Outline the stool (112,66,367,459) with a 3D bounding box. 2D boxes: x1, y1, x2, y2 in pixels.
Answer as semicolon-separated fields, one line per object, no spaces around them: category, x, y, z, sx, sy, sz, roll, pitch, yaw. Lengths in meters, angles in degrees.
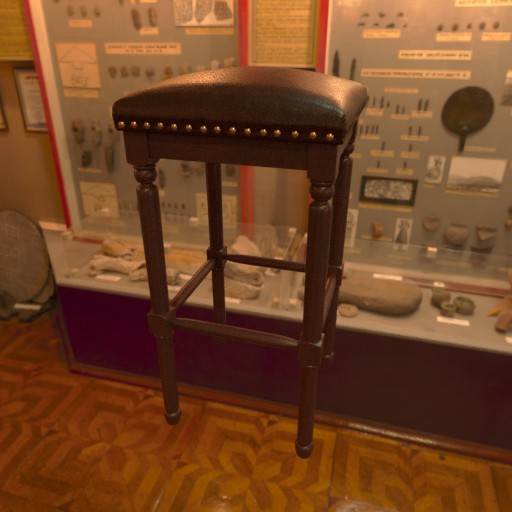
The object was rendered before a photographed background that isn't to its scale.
stool;0.000;0.000;0.976;0.383;0.768;0.382;8;28;15
